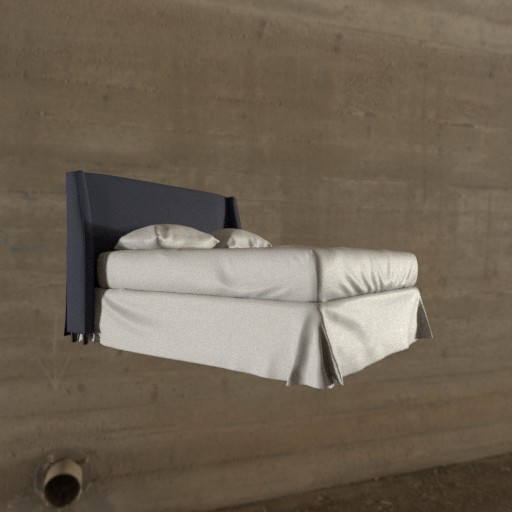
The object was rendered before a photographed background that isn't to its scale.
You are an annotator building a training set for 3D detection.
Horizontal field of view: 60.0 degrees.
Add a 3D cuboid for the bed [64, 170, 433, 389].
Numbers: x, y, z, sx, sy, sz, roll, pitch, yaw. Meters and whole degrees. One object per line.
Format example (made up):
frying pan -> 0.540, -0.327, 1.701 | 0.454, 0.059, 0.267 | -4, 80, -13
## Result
bed -> 0.000, 0.000, 3.487 | 2.276, 1.332, 1.925 | 0, 0, 37
